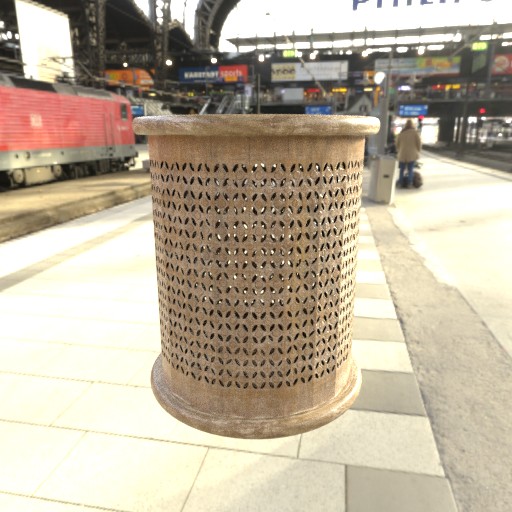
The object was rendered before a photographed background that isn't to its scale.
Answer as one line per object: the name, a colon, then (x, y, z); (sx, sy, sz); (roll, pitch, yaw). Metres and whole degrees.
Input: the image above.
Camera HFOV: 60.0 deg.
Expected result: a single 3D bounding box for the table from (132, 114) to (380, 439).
table: (0.000, 0.000, 0.814); (0.407, 0.482, 0.407); (0, 16, 0)
